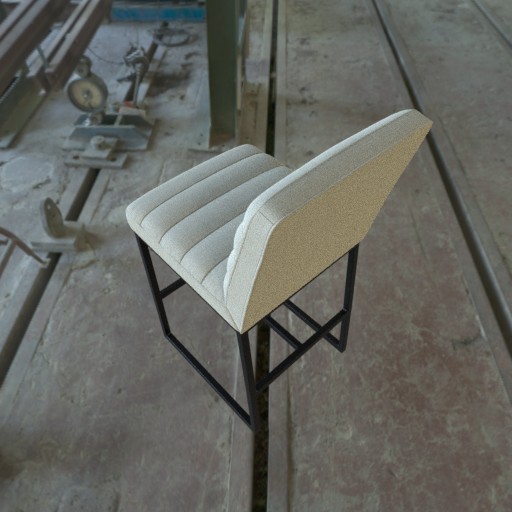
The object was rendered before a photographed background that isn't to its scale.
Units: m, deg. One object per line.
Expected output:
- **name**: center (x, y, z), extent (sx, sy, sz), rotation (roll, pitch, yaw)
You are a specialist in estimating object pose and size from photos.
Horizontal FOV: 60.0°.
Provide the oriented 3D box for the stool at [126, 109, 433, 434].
- **stool**: center (0.000, 0.000, 1.240), extent (0.460, 0.940, 0.560), rotation (-34, 56, -28)
